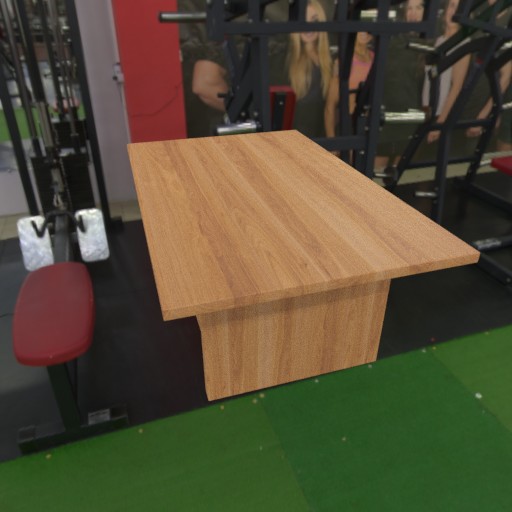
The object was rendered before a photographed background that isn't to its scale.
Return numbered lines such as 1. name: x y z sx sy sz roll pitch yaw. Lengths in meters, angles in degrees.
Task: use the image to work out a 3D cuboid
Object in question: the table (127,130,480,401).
1. table: 0.000 0.000 1.474 0.700 0.510 1.100 -9 32 -15
